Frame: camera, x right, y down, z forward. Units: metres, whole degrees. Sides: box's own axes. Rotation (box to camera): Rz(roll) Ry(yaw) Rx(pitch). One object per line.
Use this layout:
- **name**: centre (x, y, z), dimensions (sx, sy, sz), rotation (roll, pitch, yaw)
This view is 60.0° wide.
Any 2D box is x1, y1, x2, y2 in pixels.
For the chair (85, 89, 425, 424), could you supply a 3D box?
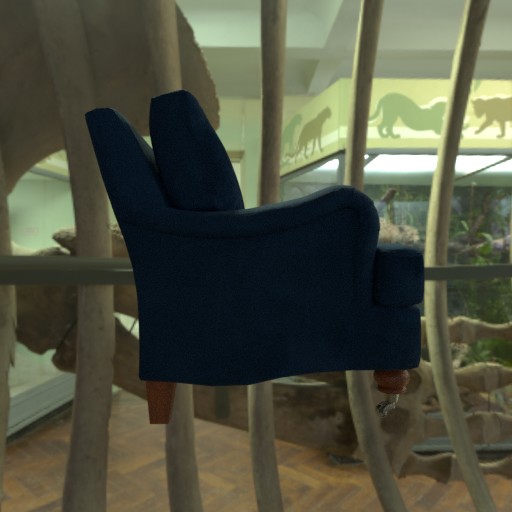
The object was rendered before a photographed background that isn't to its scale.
- **chair**: centre (0.000, 0.000, 1.781), dimensions (1.078, 1.076, 0.895), rotation (0, 0, -2)
